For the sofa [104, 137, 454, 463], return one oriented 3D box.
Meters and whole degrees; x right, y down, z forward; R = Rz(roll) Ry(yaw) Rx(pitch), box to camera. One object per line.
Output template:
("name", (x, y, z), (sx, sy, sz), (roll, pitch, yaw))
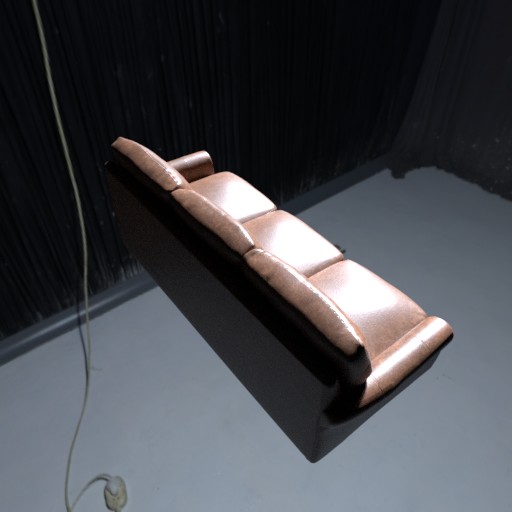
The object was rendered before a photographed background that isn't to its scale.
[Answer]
("sofa", (0.000, 0.000, 2.790), (0.973, 0.977, 2.351), (-27, 48, -27))
